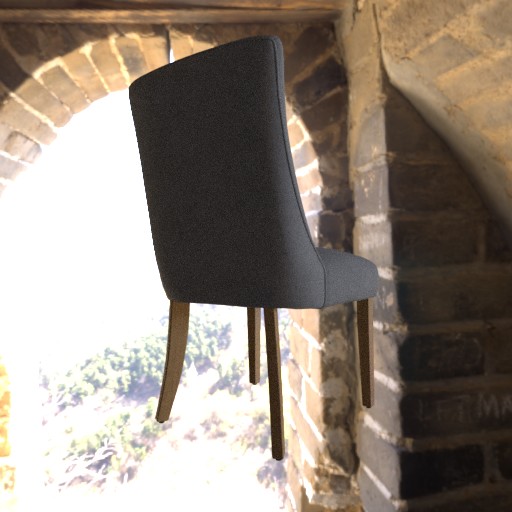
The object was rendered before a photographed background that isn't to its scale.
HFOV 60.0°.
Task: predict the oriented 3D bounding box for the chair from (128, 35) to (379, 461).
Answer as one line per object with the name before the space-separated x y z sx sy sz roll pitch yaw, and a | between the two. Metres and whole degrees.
chair | 0.000 0.000 1.231 0.495 0.902 0.610 -1 -1 36
